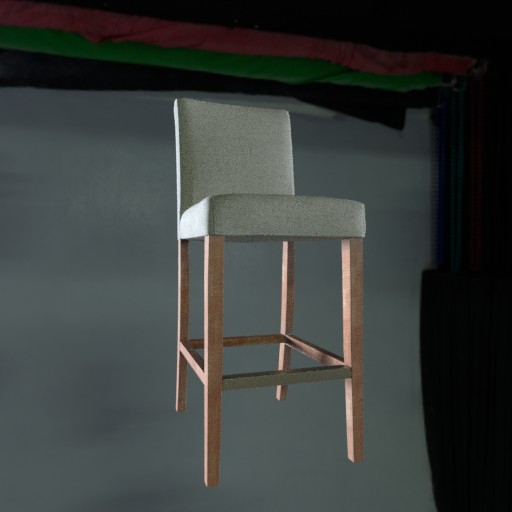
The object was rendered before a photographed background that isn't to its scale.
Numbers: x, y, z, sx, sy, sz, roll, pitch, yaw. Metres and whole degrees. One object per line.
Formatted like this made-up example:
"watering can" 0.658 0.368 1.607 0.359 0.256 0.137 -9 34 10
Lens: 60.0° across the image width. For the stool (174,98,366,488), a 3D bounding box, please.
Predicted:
"stool" 0.000 0.000 1.366 0.439 1.088 0.570 0 0 -19
